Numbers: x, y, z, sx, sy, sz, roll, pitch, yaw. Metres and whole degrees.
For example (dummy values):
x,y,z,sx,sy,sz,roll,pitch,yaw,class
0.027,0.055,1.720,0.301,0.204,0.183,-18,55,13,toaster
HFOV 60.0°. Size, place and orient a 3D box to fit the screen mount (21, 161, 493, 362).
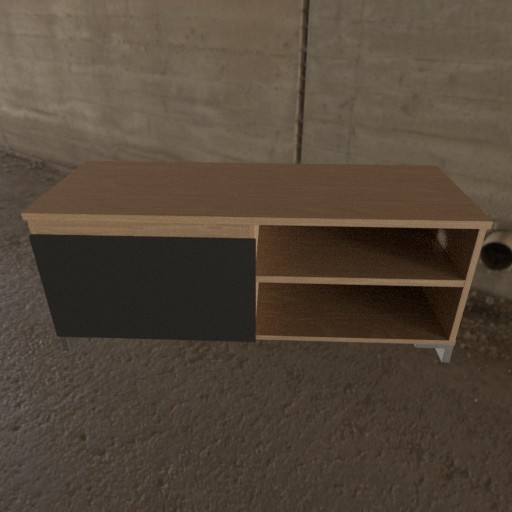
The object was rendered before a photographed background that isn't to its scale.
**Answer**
x,y,z,sx,sy,sz,roll,pitch,yaw,class
0.000,0.000,1.298,1.084,0.432,0.406,1,29,2,screen mount
